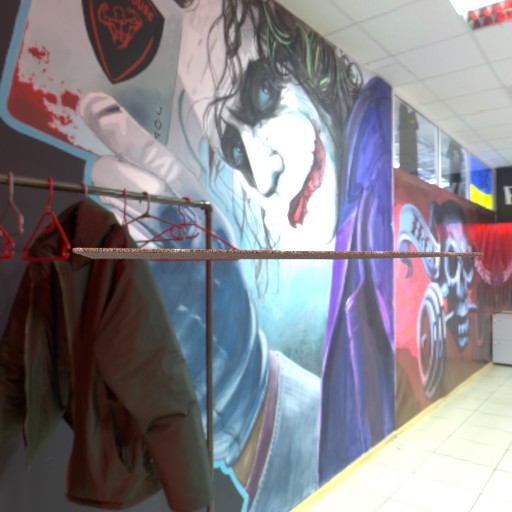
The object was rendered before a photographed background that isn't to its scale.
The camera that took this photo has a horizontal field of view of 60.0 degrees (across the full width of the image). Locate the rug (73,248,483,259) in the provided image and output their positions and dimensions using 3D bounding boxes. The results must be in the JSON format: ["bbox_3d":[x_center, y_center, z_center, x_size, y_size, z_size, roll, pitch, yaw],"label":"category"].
[{"bbox_3d":[0.000,0.000,4.218,3.047,0.029,2.438,0,-1,-18],"label":"rug"}]
